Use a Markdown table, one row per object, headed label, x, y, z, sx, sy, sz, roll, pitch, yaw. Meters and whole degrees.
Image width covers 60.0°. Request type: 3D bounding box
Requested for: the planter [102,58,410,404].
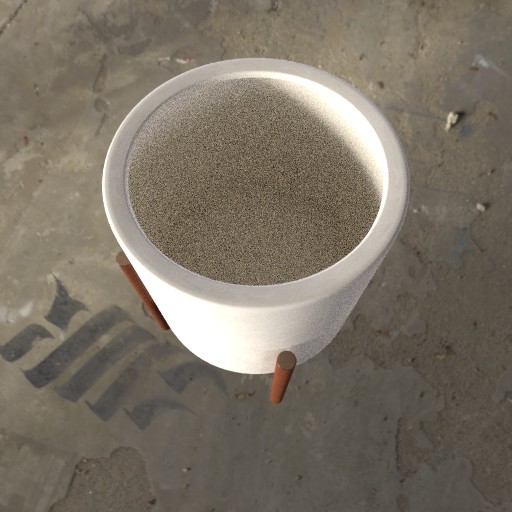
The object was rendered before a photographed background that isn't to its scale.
| label | x | y | z | sx | sy | sz | roll | pitch | yaw |
| --- | --- | --- | --- | --- | --- | --- | --- | --- | --- |
| planter | 0.000 | 0.000 | 0.868 | 0.421 | 0.581 | 0.420 | 33 | 69 | 15 |
